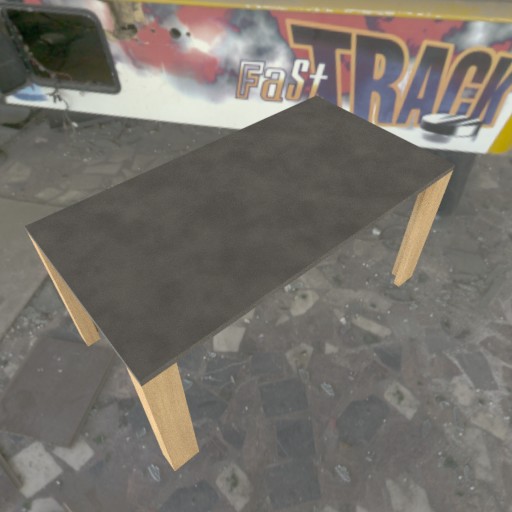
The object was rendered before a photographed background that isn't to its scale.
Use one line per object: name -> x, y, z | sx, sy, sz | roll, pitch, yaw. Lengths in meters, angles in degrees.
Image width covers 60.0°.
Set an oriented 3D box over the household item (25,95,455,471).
household item -> 0.000, 0.000, 2.103 | 1.600, 0.755, 0.850 | -32, 54, -27
